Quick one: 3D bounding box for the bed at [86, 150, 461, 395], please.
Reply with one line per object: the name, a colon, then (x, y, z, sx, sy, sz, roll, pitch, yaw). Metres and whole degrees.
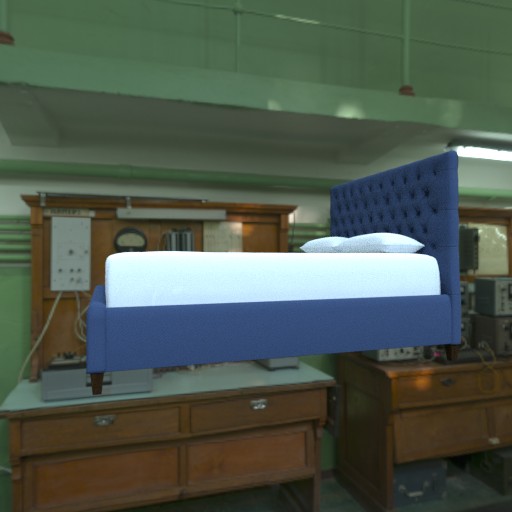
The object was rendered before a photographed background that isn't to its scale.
bed: (0.000, 0.000, 3.418, 2.387, 1.427, 1.706, 0, 0, -19)
